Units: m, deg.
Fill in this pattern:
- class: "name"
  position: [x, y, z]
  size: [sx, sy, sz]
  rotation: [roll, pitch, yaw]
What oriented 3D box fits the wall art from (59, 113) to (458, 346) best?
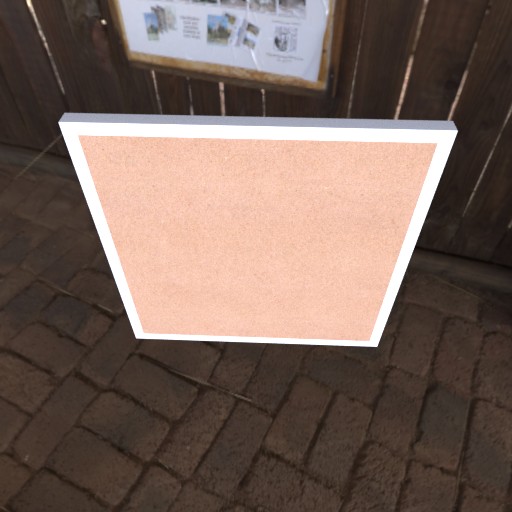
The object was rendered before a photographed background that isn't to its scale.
- class: "wall art"
  position: [0.000, 0.000, 1.133]
  size: [0.760, 0.760, 0.036]
  rotation: [2, 47, 2]
